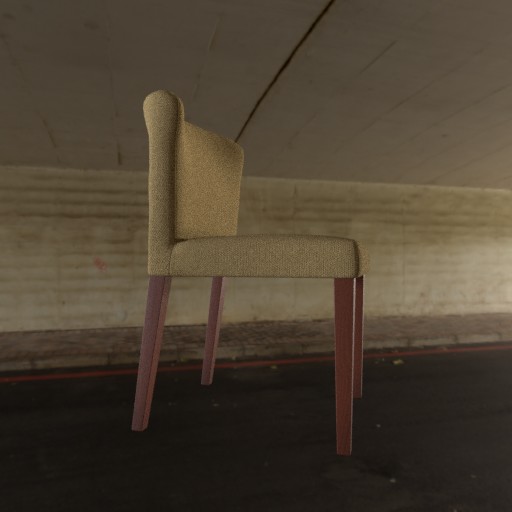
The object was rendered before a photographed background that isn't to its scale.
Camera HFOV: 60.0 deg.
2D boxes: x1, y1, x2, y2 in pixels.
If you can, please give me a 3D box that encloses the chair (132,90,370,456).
[{"bbox_3d":[0.000,0.000,1.208,0.589,0.839,0.491,0,-1,16],"label":"chair"}]
